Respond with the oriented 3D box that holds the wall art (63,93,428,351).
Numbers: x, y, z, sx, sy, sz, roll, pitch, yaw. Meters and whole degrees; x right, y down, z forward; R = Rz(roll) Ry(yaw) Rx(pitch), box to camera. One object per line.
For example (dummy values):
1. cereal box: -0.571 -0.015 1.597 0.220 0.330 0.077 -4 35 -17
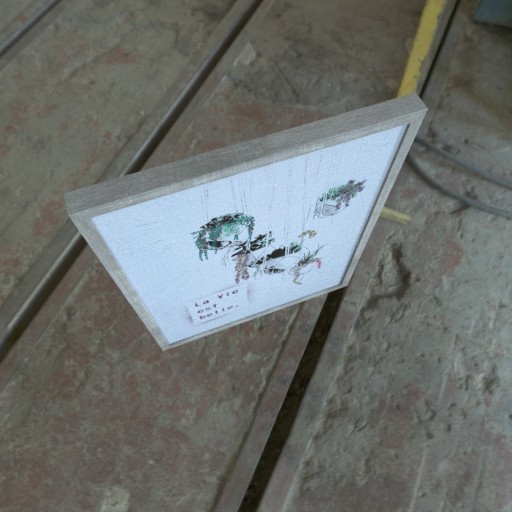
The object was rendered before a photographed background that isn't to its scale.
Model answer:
1. wall art: 0.000 0.000 0.725 0.421 0.521 0.032 -19 64 -9
